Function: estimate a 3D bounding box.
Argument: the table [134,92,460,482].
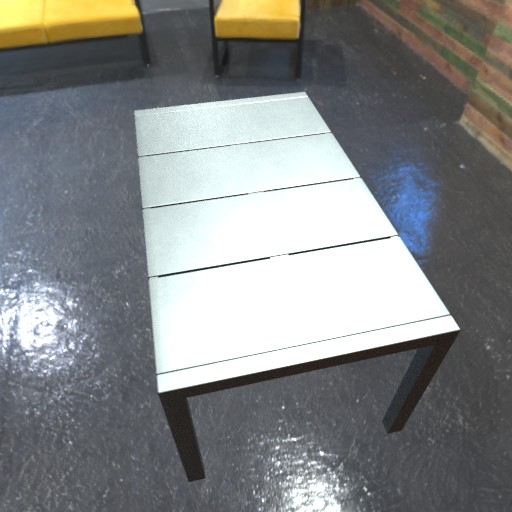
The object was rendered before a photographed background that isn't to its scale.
[{"bbox_3d":[0.000,0.000,1.266,0.559,0.460,0.965,-10,47,-9],"label":"table"}]
